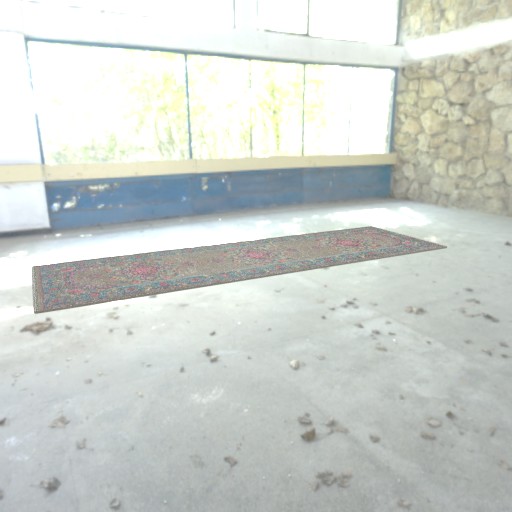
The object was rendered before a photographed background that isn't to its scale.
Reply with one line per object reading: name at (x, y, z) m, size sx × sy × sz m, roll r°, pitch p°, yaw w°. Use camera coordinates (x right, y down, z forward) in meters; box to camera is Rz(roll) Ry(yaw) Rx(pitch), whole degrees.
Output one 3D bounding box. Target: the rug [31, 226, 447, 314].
rug at (0.000, 0.000, 2.011) m, size 1.827 × 0.012 × 0.553 m, roll -8°, pitch 17°, yaw -26°
